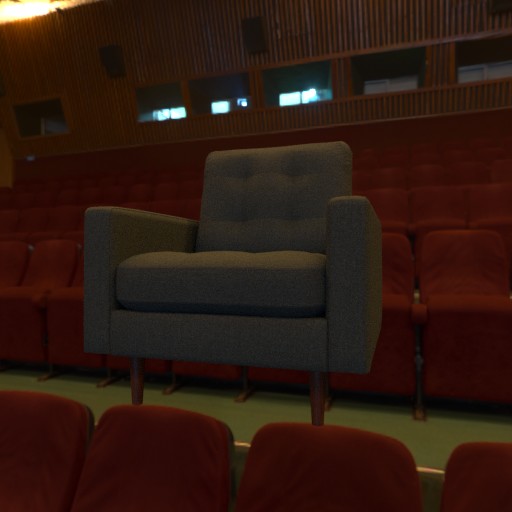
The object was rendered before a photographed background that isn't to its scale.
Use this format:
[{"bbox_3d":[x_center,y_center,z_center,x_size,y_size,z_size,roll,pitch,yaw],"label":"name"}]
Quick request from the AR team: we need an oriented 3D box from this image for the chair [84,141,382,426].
[{"bbox_3d":[0.000,0.000,1.544,0.821,0.880,0.843,0,0,18],"label":"chair"}]
